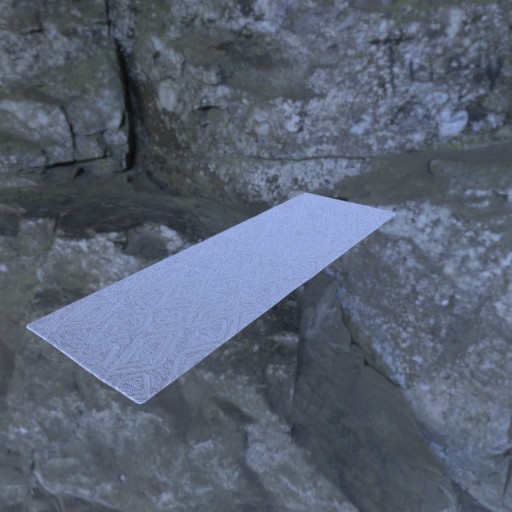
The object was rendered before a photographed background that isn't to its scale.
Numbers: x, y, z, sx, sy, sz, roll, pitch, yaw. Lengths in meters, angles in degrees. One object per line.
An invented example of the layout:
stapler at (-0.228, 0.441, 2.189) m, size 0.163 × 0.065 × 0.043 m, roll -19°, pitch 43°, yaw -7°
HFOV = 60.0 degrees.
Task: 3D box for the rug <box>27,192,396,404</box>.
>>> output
rug at (0.000, 0.000, 2.671) m, size 0.807 × 0.013 × 2.436 m, roll 19°, pitch 32°, yaw 33°
